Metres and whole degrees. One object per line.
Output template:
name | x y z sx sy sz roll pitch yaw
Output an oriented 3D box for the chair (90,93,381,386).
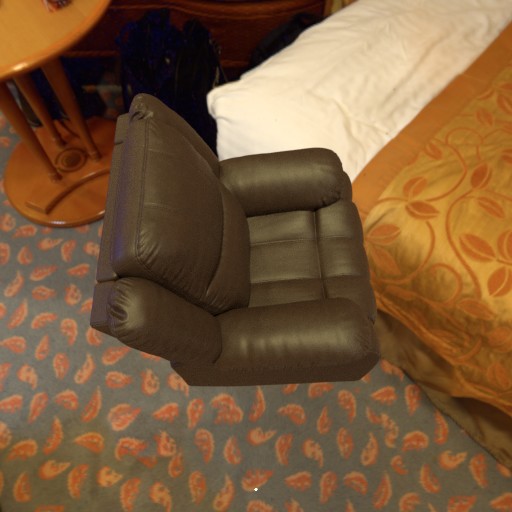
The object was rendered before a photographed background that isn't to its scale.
chair | 0.000 0.000 1.700 0.934 1.009 0.899 -2 62 -1
